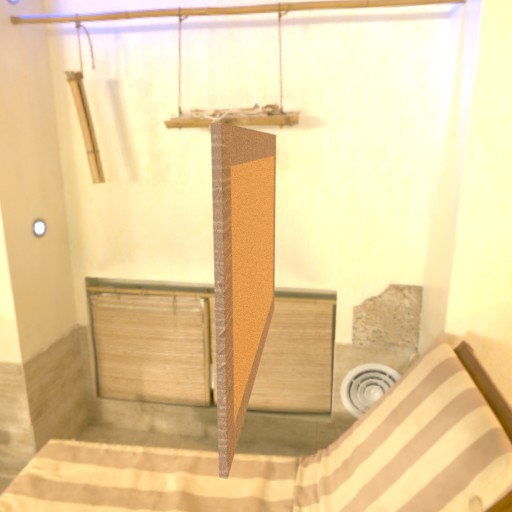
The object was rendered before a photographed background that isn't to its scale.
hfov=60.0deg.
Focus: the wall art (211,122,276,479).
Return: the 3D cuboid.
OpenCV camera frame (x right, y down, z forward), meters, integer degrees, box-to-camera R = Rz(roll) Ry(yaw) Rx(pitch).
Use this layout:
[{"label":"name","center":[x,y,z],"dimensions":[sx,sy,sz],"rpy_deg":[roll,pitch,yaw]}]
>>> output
[{"label":"wall art","center":[0.000,0.000,1.402],"dimensions":[0.020,0.761,1.056],"rpy_deg":[2,14,8]}]
